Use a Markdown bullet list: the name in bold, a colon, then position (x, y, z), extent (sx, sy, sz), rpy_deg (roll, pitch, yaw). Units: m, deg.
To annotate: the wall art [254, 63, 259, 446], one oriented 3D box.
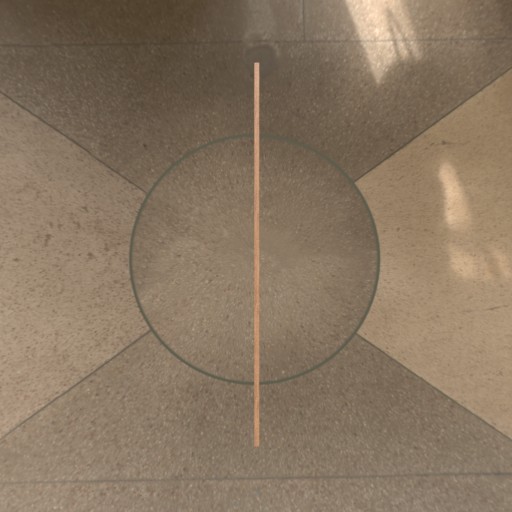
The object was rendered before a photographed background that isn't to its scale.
- **wall art**: position (0.000, 0.000, 1.936), extent (0.019, 1.527, 1.019), rpy_deg (0, 90, 0)
